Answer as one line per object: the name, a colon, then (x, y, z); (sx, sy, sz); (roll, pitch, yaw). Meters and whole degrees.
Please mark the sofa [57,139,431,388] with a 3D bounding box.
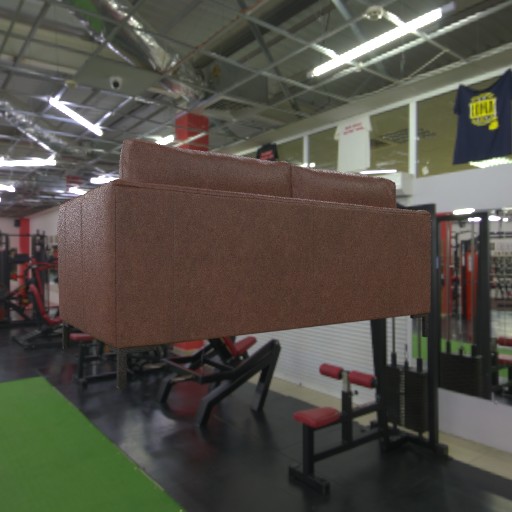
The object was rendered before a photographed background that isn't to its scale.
sofa: (0.000, 0.000, 2.298); (1.797, 0.883, 0.899); (0, -1, -35)
